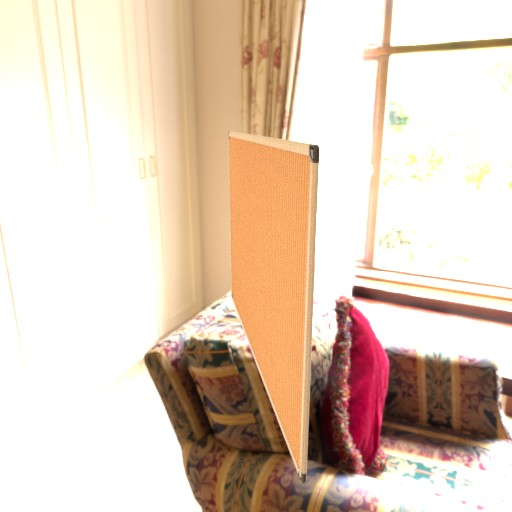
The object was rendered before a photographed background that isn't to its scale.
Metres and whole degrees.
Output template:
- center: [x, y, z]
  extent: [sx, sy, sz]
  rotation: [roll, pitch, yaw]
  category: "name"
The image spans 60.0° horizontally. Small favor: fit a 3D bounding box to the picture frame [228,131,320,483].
- center: [0.000, 0.000, 1.138]
  extent: [0.010, 0.600, 0.900]
  rotation: [-3, 17, -11]
  category: "picture frame"
